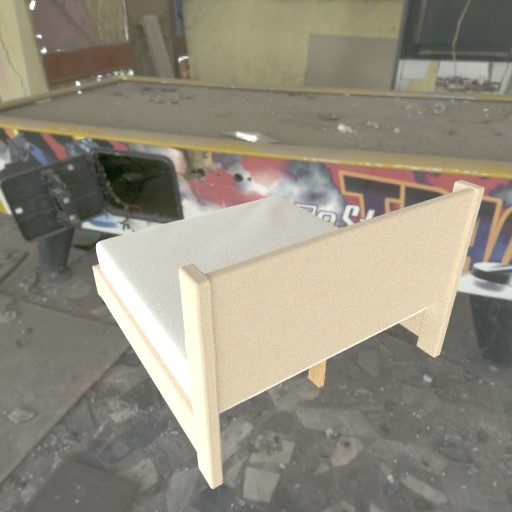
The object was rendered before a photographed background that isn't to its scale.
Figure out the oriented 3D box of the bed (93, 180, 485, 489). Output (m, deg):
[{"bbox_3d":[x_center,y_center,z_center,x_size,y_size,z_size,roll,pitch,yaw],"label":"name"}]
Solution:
[{"bbox_3d":[0.000,0.000,3.621,2.145,1.471,2.293,-18,34,-29],"label":"bed"}]
